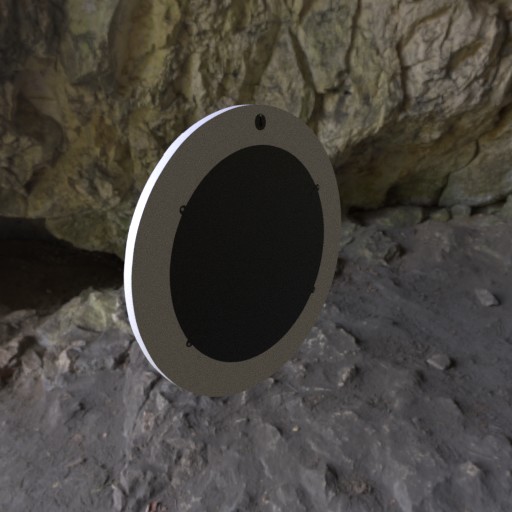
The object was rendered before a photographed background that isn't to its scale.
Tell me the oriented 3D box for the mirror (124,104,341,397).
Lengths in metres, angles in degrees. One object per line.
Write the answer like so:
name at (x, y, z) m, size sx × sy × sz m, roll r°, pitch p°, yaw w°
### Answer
mirror at (0.000, 0.000, 1.414) m, size 0.038 × 0.914 × 0.914 m, roll 15°, pitch 22°, yaw 42°
